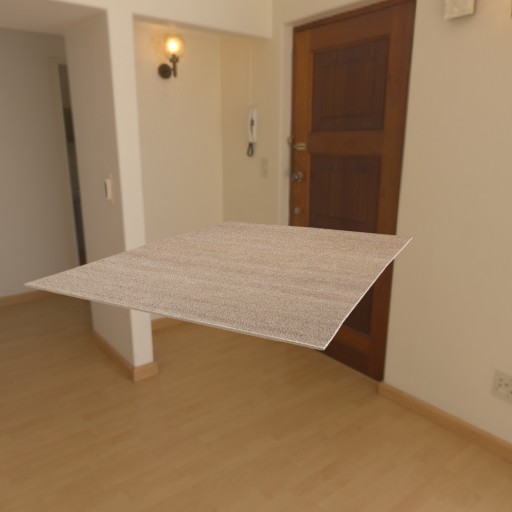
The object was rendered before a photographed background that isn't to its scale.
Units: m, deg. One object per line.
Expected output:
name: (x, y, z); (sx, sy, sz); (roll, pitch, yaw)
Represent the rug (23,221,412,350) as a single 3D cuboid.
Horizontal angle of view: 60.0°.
rug: (0.000, 0.000, 4.327); (2.467, 0.046, 3.245); (7, 16, 26)
